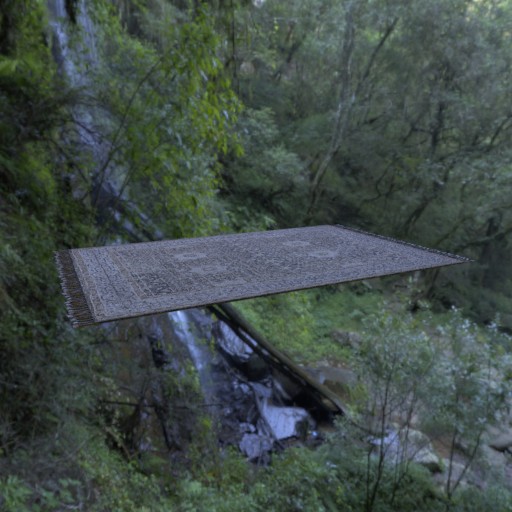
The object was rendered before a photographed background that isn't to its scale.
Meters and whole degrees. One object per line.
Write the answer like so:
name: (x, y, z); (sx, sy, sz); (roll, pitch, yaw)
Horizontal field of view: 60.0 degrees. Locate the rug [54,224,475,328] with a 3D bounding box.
rug: (0.000, 0.000, 2.478); (2.029, 0.010, 1.237); (-7, 16, -25)
